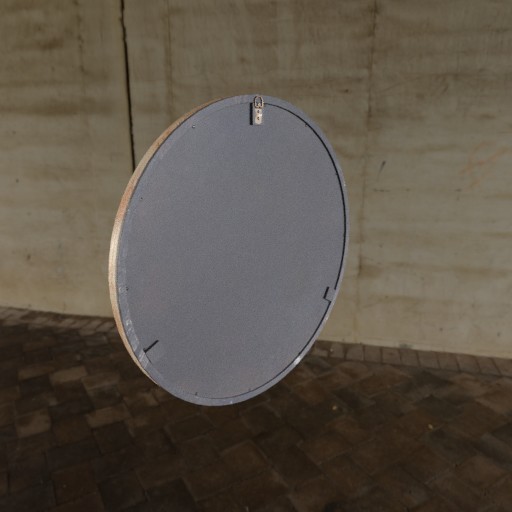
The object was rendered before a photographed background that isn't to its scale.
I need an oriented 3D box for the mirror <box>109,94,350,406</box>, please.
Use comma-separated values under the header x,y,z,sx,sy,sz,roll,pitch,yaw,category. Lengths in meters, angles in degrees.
x,y,z,sx,sy,sz,roll,pitch,yaw,category
0.000,0.000,1.037,0.710,0.710,0.038,-14,20,-42,mirror
